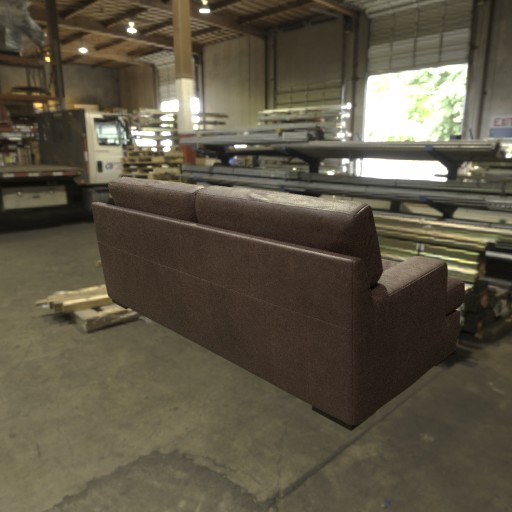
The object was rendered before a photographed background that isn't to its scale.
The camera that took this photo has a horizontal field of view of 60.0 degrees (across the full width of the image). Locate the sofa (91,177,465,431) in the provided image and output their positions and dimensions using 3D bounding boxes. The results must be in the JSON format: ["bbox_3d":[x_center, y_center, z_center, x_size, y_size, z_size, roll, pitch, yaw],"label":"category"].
[{"bbox_3d":[0.000,0.000,2.794,1.143,0.941,2.261,-14,20,-42],"label":"sofa"}]
